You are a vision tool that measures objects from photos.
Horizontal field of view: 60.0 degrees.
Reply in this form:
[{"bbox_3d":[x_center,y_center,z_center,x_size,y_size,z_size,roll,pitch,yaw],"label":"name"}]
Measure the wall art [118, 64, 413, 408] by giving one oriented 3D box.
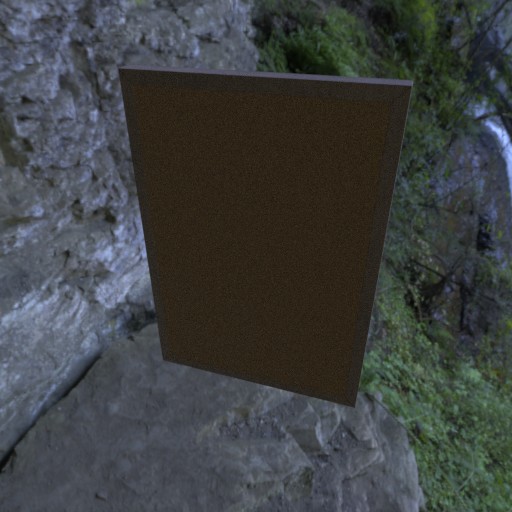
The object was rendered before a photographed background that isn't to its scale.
[{"bbox_3d":[0.000,0.000,0.659,0.356,0.509,0.031,10,33,15],"label":"wall art"}]
